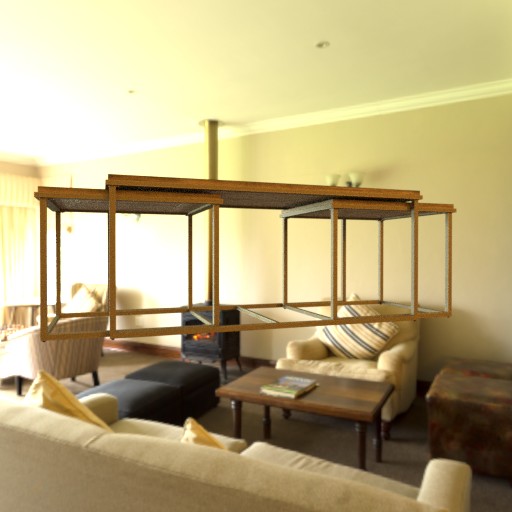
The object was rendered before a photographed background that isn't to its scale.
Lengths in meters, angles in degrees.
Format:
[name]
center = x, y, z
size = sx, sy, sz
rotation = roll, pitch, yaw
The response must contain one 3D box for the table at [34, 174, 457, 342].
[table]
center = 0.000, 0.000, 1.516
size = 1.312, 0.427, 0.489
rotation = 0, 1, -19
